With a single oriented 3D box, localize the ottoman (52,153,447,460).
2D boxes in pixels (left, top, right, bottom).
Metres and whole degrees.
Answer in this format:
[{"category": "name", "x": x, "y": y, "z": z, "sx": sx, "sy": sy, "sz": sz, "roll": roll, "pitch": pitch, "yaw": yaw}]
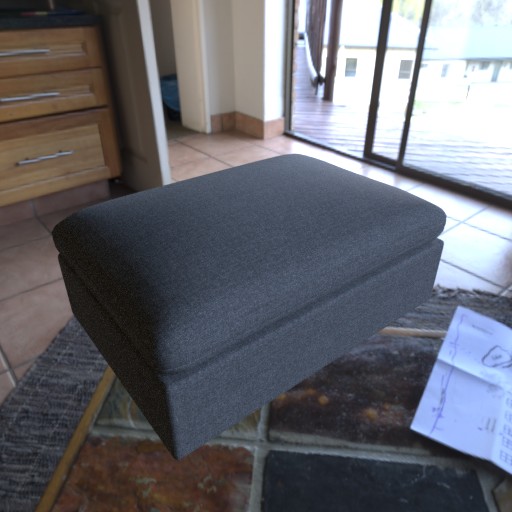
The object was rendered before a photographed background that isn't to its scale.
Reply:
[{"category": "ottoman", "x": 0.000, "y": 0.000, "z": 1.433, "sx": 1.041, "sy": 0.483, "sz": 0.711, "roll": -22, "pitch": 38, "yaw": -32}]
